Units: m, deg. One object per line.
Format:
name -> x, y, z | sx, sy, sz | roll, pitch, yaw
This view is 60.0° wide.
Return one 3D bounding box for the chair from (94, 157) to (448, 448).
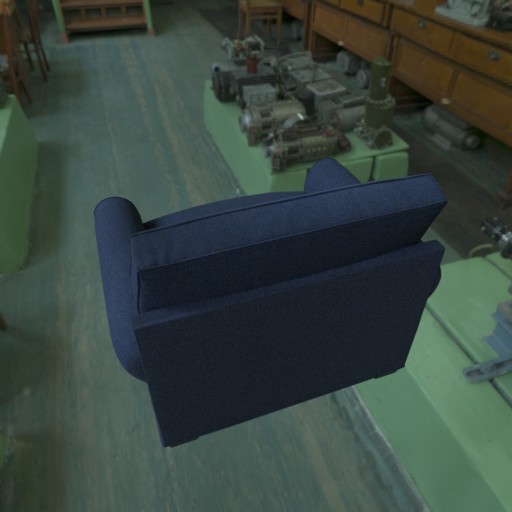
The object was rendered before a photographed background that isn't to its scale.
chair -> 0.000, 0.000, 1.950 | 1.285, 1.044, 0.963 | -13, 42, -15
